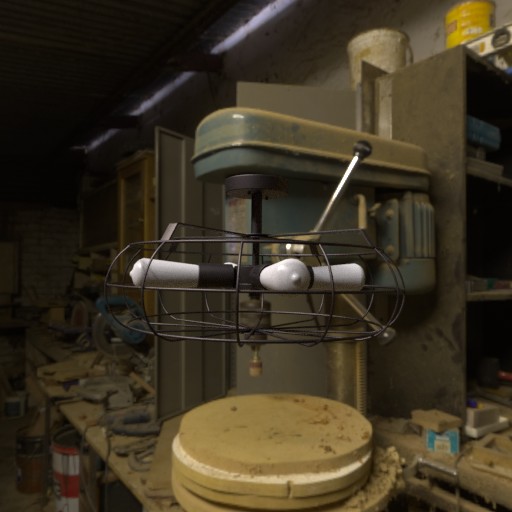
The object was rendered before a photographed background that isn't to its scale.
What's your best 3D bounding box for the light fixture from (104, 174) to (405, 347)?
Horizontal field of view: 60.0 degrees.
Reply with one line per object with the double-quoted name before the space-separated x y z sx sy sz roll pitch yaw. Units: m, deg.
"light fixture" 0.000 0.000 0.909 0.582 0.311 0.582 0 -1 0
